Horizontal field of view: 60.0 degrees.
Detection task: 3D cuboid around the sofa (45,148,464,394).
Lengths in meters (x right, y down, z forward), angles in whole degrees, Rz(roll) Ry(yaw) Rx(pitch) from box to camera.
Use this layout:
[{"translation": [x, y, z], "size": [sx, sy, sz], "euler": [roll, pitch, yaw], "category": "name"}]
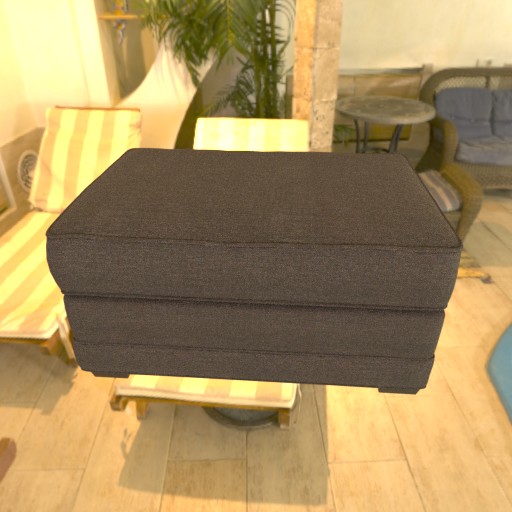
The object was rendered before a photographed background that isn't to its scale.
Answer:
[{"translation": [0.000, 0.000, 1.204], "size": [0.854, 0.457, 0.578], "euler": [2, 31, 4], "category": "sofa"}]
